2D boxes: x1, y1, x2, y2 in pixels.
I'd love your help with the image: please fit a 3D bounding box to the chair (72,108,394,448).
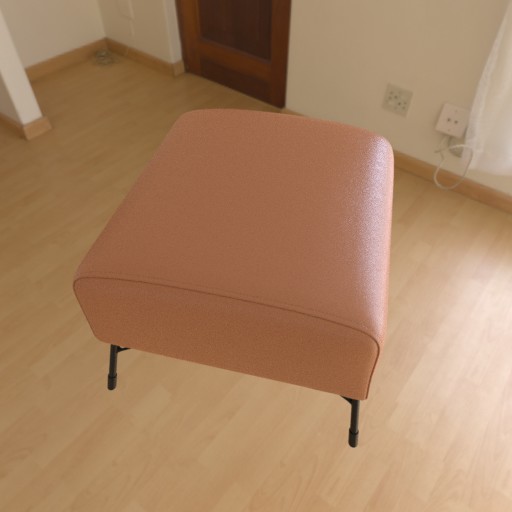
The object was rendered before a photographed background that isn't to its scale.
[{"bbox_3d":[0.000,0.000,0.923,0.530,0.410,0.530,10,48,9],"label":"chair"}]
